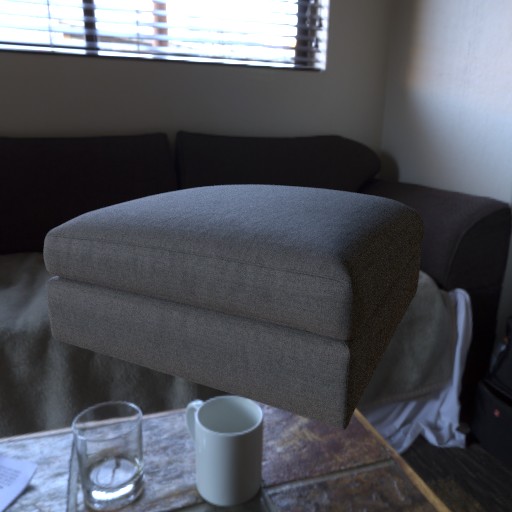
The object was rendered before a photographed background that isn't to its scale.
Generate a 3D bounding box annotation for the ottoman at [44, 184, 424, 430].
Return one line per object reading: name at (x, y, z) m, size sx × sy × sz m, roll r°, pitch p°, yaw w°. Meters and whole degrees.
ottoman at (0.000, 0.000, 1.628) m, size 1.041 × 0.470 × 1.041 m, roll 8°, pitch 18°, yaw 27°
